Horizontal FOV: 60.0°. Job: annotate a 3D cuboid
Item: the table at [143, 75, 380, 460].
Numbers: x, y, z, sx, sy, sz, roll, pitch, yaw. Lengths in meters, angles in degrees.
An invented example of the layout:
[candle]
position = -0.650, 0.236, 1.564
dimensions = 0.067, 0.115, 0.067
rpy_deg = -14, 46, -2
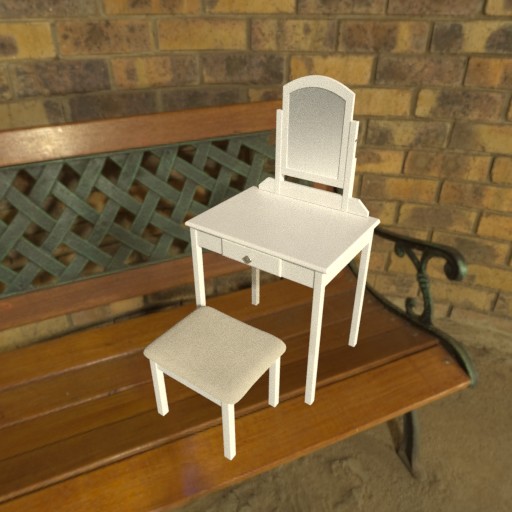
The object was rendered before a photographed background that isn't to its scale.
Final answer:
[table]
position = 0.000, 0.000, 2.322
dimensions = 0.876, 1.631, 1.211
rpy_deg = 20, 36, 30
